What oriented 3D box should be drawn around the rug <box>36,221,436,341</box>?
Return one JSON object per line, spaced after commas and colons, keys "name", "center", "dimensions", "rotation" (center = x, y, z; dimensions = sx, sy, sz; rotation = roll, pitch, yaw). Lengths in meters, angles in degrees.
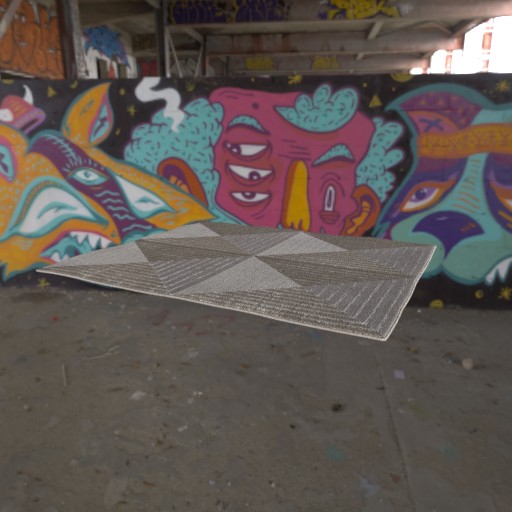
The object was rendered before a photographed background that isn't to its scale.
{"name": "rug", "center": [0.000, 0.000, 0.908], "dimensions": [0.642, 0.008, 0.551], "rotation": [8, 17, 27]}
